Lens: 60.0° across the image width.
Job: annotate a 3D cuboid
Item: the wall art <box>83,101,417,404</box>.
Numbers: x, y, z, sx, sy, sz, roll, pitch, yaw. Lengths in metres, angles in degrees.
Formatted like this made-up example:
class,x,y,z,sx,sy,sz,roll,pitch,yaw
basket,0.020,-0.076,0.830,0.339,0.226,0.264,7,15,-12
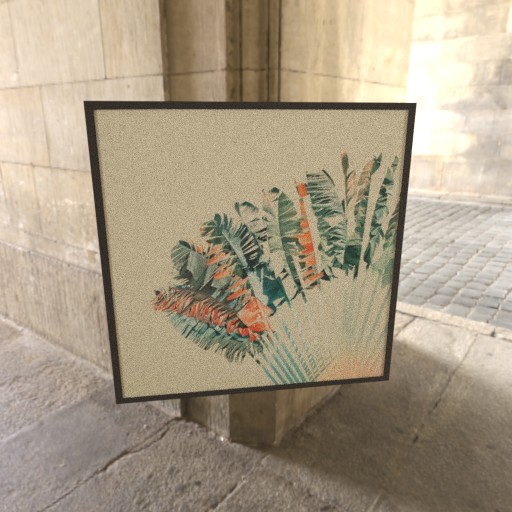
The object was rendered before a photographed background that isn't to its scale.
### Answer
class,x,y,z,sx,sy,sz,roll,pitch,yaw
wall art,0.000,0.000,0.459,0.302,0.300,0.036,-2,17,-8
